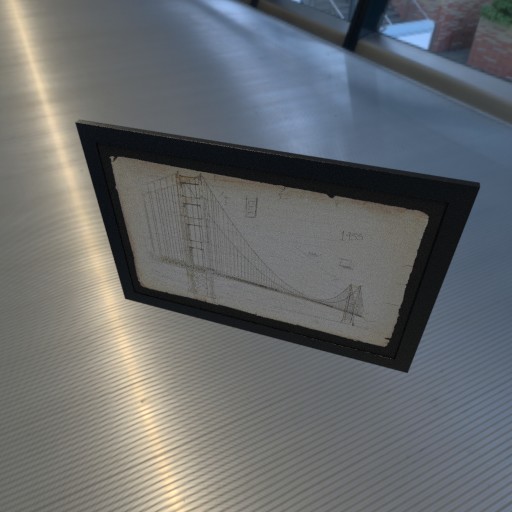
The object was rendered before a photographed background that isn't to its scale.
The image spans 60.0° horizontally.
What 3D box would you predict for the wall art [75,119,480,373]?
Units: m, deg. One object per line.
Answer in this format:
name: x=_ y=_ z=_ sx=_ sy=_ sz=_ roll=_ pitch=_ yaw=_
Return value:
wall art: x=0.000 y=0.000 z=0.845 sx=0.660 sy=0.447 sz=0.013 roll=12 pitch=43 yaw=14
